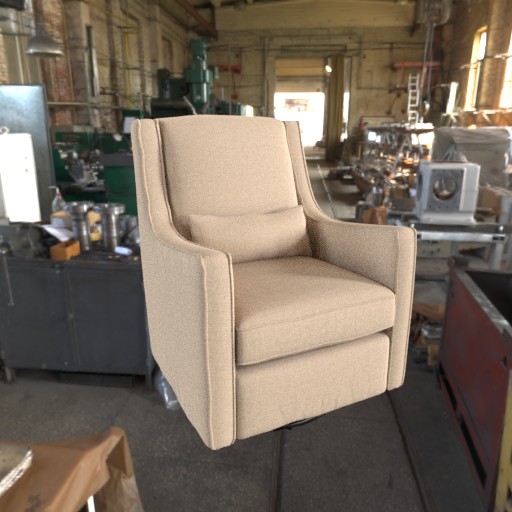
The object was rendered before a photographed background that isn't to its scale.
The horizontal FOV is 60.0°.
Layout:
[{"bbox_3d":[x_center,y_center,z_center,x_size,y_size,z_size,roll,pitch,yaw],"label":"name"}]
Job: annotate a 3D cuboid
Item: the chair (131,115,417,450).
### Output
[{"bbox_3d":[0.000,0.000,1.613,0.732,0.993,0.879,-8,18,-26],"label":"chair"}]
